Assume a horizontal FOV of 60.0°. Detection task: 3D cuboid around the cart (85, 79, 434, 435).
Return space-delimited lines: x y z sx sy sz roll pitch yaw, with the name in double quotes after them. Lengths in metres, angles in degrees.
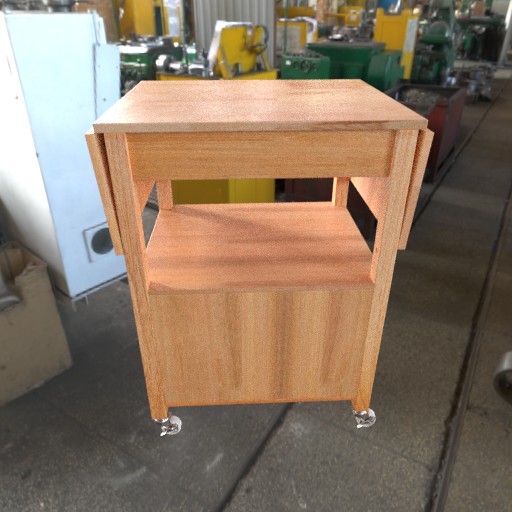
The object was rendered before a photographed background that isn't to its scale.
0.000 0.000 1.220 0.640 0.838 0.508 -1 30 -2 "cart"
